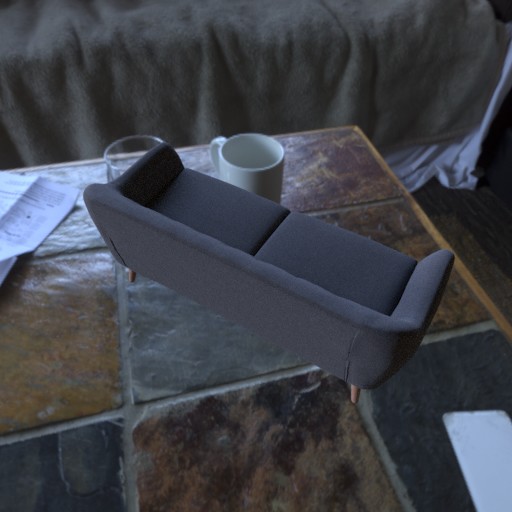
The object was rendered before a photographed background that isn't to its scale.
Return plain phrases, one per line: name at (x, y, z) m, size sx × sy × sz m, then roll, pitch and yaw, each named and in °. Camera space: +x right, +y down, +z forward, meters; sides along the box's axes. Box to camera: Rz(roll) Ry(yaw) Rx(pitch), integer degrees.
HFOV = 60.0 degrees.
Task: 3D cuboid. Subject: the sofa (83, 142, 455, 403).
sofa at (0.000, 0.000, 2.364) m, size 1.840 × 0.820 × 0.820 m, roll 25°, pitch 53°, yaw 20°
